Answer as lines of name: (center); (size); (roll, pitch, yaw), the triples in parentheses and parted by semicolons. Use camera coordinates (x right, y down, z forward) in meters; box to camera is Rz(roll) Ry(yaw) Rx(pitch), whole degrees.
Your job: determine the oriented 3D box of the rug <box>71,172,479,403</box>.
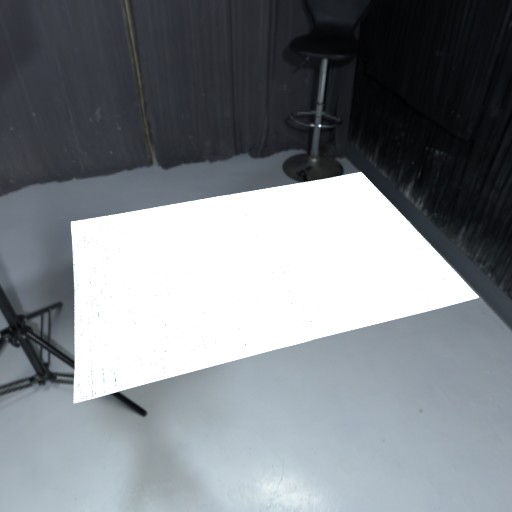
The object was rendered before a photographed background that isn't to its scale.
rug: (0.000, 0.000, 2.220); (1.773, 0.021, 1.149); (-12, 43, -13)
